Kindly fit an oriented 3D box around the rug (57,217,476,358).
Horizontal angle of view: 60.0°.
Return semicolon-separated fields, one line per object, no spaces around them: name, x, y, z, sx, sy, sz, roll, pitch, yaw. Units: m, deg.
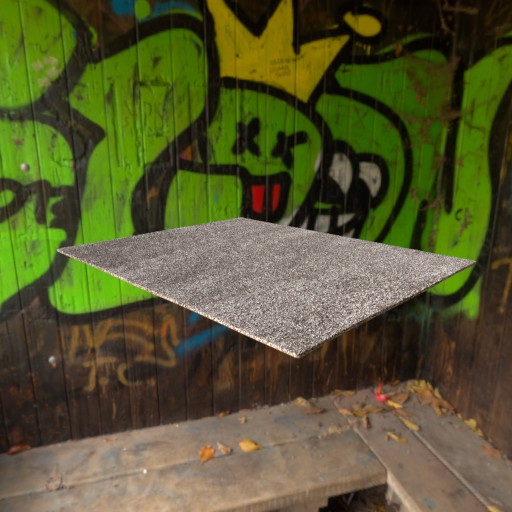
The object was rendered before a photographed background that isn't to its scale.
rug;0.000;0.000;4.033;2.401;0.025;3.000;-15;21;-43
